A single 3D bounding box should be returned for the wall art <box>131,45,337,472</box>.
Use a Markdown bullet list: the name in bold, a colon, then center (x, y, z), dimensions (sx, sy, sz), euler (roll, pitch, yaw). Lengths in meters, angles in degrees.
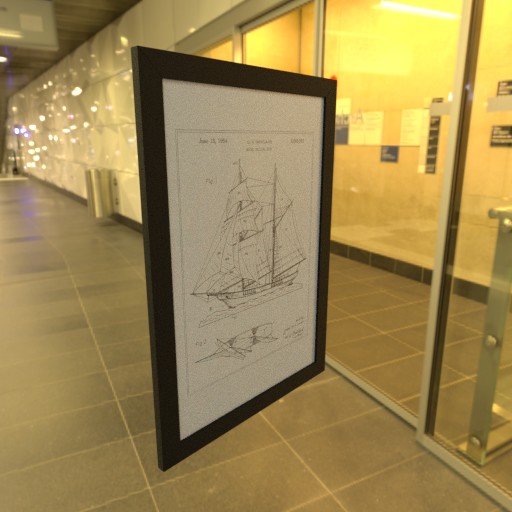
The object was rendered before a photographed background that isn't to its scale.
- **wall art**: center (0.000, 0.000, 0.579), dimensions (0.011, 0.459, 0.326), euler (13, 20, 42)
